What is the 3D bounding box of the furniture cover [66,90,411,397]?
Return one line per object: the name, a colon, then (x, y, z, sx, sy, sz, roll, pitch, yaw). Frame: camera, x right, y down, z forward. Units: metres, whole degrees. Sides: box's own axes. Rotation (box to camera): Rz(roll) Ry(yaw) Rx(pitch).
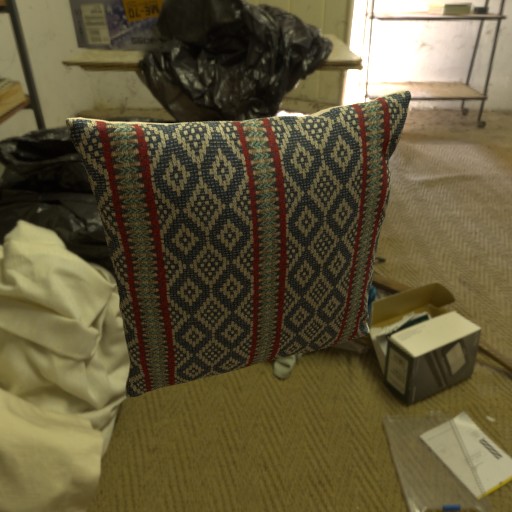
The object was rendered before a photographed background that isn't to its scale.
furniture cover: (0.000, 0.000, 0.639, 0.431, 0.431, 0.139, -11, 34, -16)
